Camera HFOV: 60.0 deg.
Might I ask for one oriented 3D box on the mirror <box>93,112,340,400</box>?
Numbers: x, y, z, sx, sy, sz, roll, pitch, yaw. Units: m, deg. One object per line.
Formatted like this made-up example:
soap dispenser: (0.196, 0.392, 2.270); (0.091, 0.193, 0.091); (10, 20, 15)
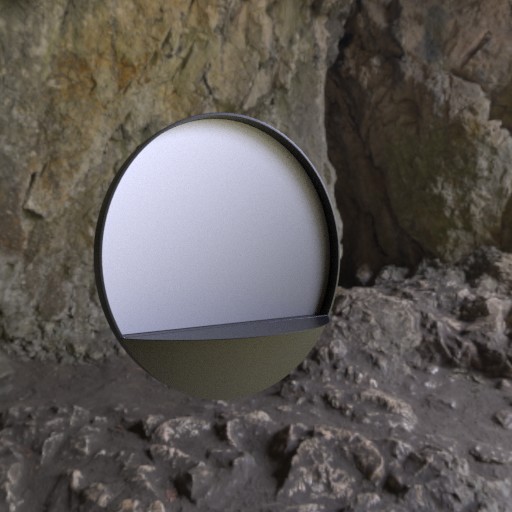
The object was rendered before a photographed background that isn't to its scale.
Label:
mirror: (0.000, 0.000, 0.688); (0.457, 0.457, 0.133); (0, 0, -36)
